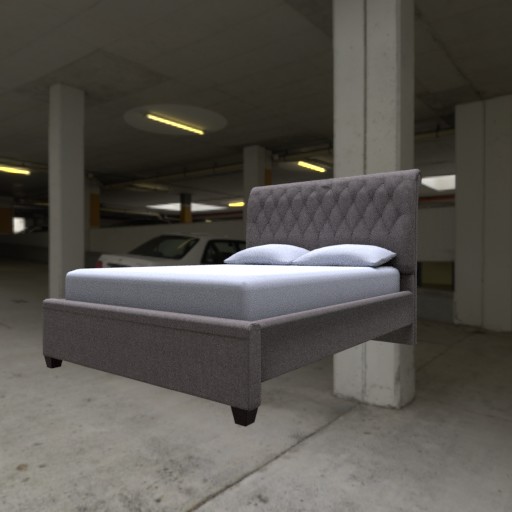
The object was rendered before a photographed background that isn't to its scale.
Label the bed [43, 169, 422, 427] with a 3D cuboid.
[{"bbox_3d":[0.000,0.000,3.152,1.645,1.371,2.252,0,0,37],"label":"bed"}]
